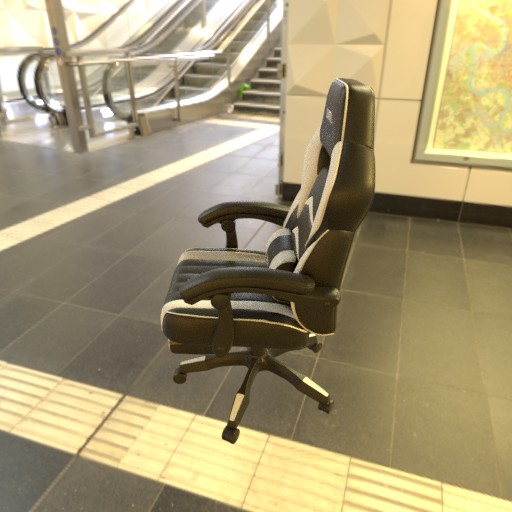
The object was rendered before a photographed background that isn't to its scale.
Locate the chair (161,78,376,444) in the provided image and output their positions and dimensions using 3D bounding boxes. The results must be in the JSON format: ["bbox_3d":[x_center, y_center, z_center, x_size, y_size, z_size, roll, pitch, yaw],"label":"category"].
[{"bbox_3d":[0.000,0.000,1.620,0.700,1.200,0.676,0,27,-1],"label":"chair"}]
